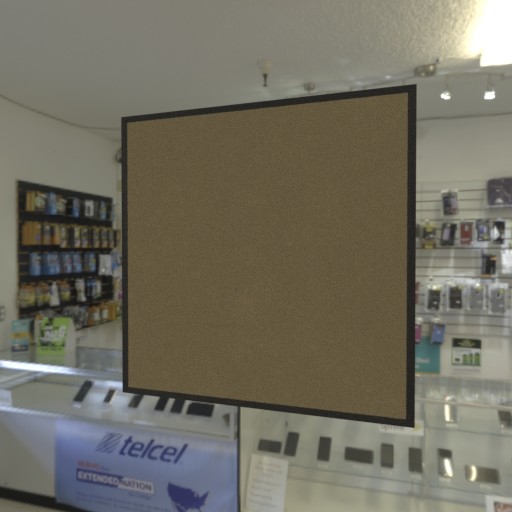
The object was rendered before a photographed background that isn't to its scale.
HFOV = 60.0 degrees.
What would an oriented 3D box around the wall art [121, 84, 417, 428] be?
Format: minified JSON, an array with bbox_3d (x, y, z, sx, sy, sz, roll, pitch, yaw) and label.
[{"bbox_3d":[0.000,0.000,0.752,0.509,0.507,0.037,0,1,19],"label":"wall art"}]
